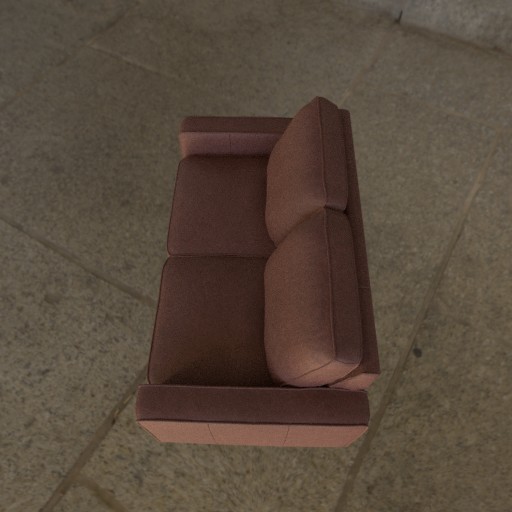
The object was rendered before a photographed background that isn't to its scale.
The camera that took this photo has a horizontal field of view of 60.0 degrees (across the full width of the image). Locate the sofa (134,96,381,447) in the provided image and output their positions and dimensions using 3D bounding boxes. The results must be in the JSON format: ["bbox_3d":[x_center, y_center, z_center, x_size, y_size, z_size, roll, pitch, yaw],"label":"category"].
[{"bbox_3d":[0.000,0.000,2.259,0.947,0.918,1.709,1,59,1],"label":"sofa"}]
